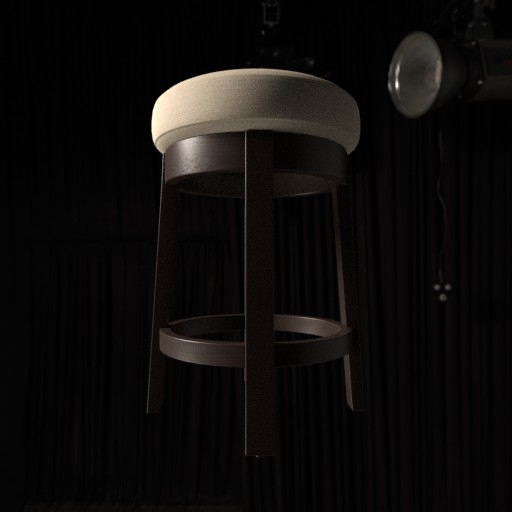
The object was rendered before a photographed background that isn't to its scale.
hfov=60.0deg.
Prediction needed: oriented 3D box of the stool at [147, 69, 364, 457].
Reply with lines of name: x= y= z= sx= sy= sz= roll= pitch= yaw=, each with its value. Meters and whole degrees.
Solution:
stool: x=0.000 y=0.000 z=0.938 sx=0.449 sy=0.655 sz=0.449 roll=0 pitch=0 yaw=0
